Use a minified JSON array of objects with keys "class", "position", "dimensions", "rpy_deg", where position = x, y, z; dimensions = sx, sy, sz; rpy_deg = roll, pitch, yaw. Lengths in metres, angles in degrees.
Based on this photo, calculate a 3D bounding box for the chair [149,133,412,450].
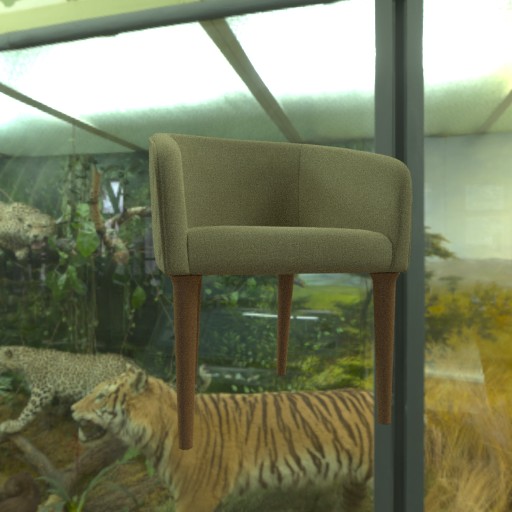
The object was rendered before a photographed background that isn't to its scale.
[{"class":"chair","position":[0.000,0.000,1.211],"dimensions":[0.584,0.775,0.616],"rpy_deg":[0,0,-17]}]
